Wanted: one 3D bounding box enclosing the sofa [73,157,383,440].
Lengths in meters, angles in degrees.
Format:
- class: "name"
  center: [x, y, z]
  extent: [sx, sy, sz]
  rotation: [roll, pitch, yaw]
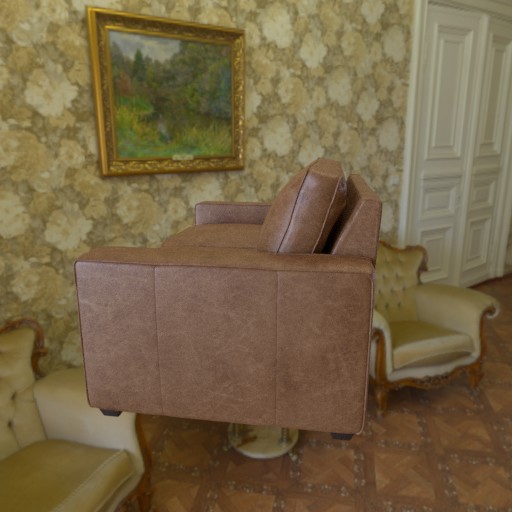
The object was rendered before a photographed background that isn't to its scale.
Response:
- class: "sofa"
  center: [0.000, 0.000, 2.125]
  extent: [1.020, 0.896, 1.532]
  rotation: [2, 14, 9]
